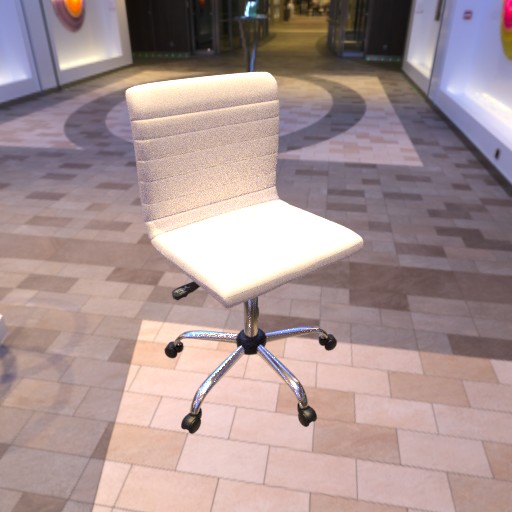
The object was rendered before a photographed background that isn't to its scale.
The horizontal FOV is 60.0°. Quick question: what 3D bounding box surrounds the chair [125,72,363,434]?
[{"bbox_3d":[0.000,0.000,1.042,0.520,0.750,0.455,-21,36,-31],"label":"chair"}]
